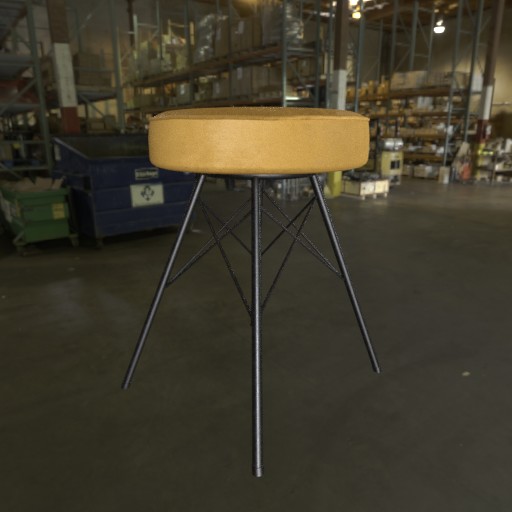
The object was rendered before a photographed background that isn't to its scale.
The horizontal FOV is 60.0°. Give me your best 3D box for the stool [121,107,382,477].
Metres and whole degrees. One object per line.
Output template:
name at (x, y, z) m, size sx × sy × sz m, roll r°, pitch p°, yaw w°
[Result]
stool at (0.000, 0.000, 0.951) m, size 0.438 × 0.595 × 0.472 m, roll 14°, pitch 21°, yaw 41°
